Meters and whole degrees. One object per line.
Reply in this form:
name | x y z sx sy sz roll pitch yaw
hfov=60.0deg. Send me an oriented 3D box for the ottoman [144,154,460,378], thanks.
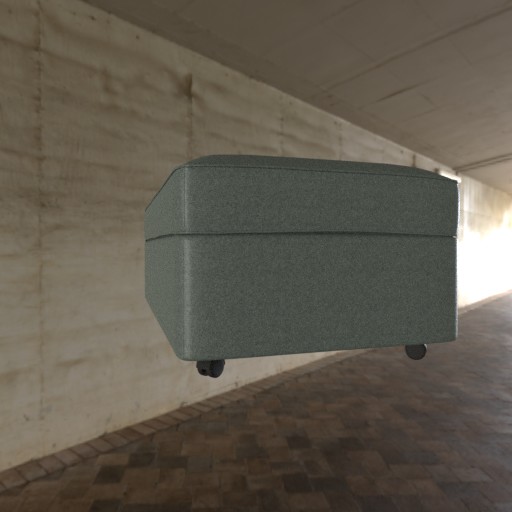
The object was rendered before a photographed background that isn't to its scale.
ottoman | 0.000 0.000 1.506 0.681 0.494 1.173 0 1 -17
